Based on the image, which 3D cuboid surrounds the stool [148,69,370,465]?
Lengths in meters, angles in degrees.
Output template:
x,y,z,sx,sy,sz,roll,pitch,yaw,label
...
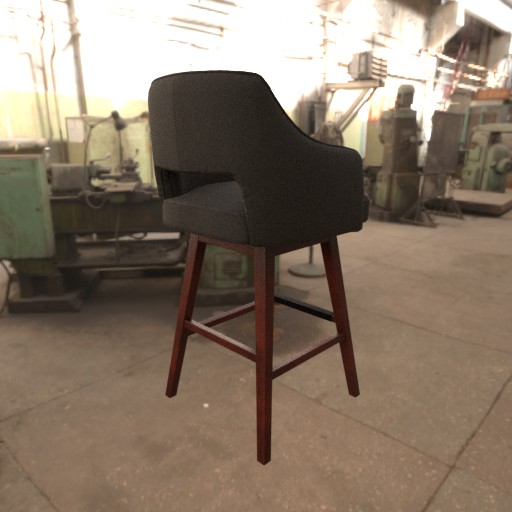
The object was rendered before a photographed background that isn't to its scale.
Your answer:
x,y,z,sx,sy,sz,roll,pitch,yaw,label
0.000,0.000,1.370,0.548,1.012,0.558,15,22,43,stool
